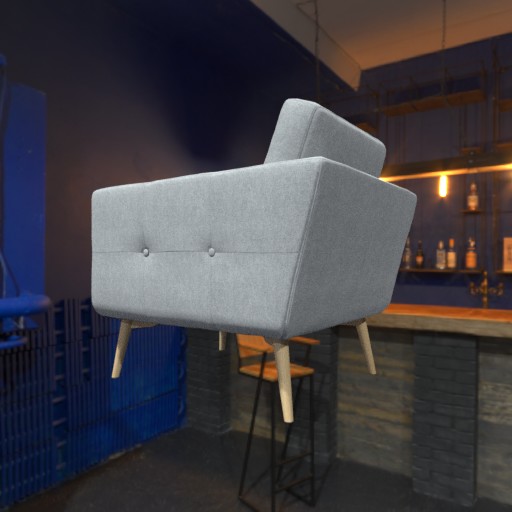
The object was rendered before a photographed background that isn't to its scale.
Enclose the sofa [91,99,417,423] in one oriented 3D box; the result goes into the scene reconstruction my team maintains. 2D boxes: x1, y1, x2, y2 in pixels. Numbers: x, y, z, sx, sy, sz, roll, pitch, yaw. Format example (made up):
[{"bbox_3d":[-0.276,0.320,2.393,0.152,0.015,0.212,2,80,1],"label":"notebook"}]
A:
[{"bbox_3d":[0.000,0.000,1.565,0.920,0.860,0.770,0,0,36],"label":"sofa"}]
